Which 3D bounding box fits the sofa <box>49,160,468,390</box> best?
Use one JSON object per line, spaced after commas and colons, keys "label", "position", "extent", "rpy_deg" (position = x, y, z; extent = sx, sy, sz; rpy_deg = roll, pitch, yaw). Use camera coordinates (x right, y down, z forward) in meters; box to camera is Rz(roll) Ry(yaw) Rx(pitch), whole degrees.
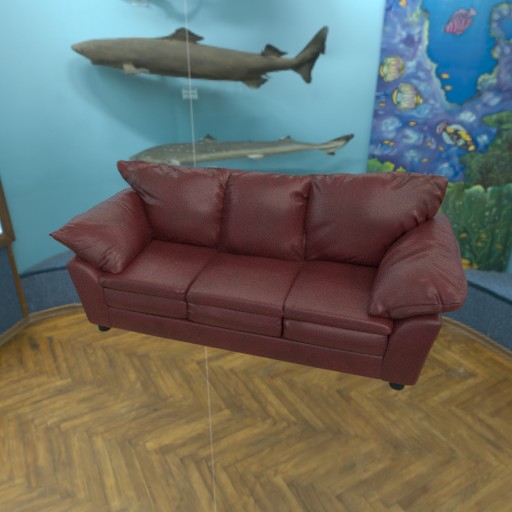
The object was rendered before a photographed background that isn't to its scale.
{"label": "sofa", "position": [0.000, 0.000, 2.836], "extent": [2.390, 1.091, 0.907], "rpy_deg": [8, 27, 15]}
